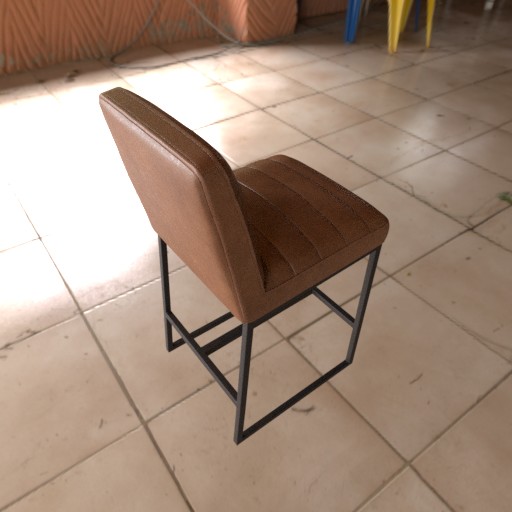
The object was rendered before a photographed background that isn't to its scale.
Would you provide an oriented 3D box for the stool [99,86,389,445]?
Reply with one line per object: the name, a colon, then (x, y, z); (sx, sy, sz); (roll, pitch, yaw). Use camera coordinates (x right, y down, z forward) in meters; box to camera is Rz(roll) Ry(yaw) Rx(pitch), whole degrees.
stool: (0.000, 0.000, 1.241); (0.556, 0.940, 0.458); (-26, 47, -27)
